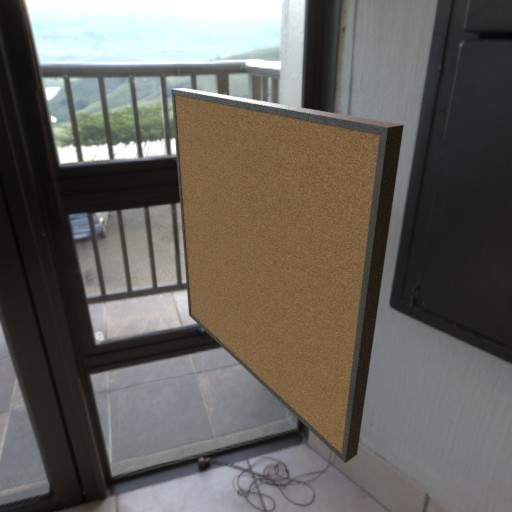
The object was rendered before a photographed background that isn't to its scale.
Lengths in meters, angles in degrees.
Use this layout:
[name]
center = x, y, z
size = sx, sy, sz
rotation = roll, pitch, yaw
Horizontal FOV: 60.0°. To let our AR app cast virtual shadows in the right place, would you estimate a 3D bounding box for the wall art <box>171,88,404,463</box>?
[wall art]
center = 0.000, 0.000, 1.147
size = 0.039, 0.758, 0.758
rotation = -18, 31, -32
